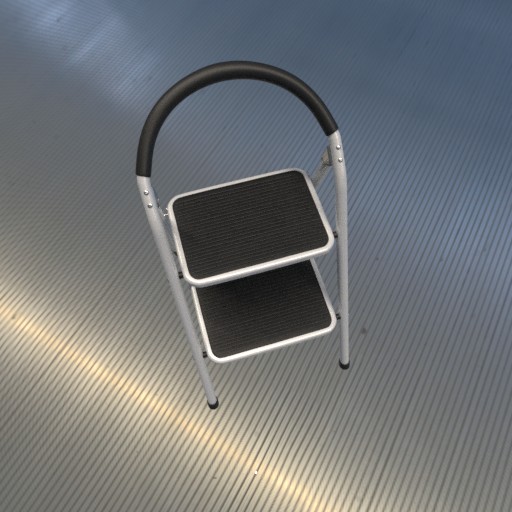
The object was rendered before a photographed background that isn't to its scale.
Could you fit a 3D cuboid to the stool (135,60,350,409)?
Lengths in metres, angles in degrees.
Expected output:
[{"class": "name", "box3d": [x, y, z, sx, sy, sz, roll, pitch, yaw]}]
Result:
[{"class": "stool", "box3d": [0.000, 0.000, 1.125, 0.453, 0.760, 0.559, -15, 65, -7]}]
